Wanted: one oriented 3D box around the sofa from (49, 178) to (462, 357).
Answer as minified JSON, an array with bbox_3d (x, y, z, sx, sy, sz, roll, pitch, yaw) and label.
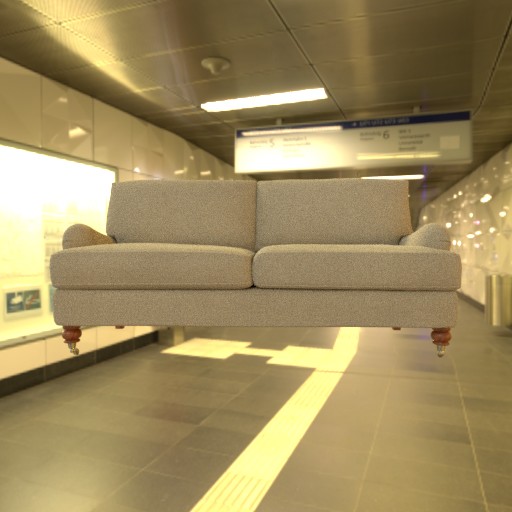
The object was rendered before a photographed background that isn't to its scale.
[{"bbox_3d":[0.000,0.000,2.658,2.070,0.997,1.091,0,1,2],"label":"sofa"}]
